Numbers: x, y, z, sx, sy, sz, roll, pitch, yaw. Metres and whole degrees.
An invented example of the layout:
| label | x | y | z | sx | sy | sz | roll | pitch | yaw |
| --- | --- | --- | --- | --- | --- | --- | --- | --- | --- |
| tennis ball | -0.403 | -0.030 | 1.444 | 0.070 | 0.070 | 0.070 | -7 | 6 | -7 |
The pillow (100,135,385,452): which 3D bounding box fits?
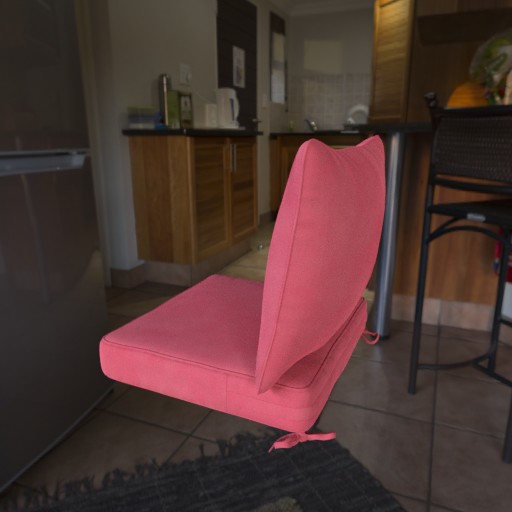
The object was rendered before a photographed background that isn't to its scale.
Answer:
| label | x | y | z | sx | sy | sz | roll | pitch | yaw |
| --- | --- | --- | --- | --- | --- | --- | --- | --- | --- |
| pillow | 0.000 | 0.000 | 1.380 | 0.733 | 0.725 | 0.798 | 7 | 18 | 24 |
